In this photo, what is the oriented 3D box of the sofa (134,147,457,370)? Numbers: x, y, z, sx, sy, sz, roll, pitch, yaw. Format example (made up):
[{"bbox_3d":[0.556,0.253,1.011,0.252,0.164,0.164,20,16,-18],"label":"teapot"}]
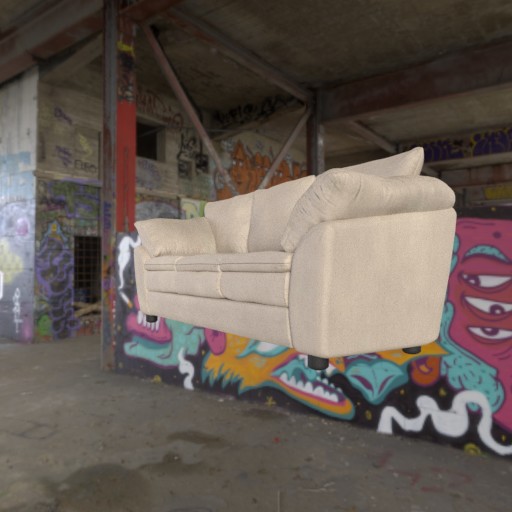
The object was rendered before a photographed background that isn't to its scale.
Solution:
[{"bbox_3d":[0.000,0.000,2.828,0.878,0.996,2.334,1,-2,-34],"label":"sofa"}]
